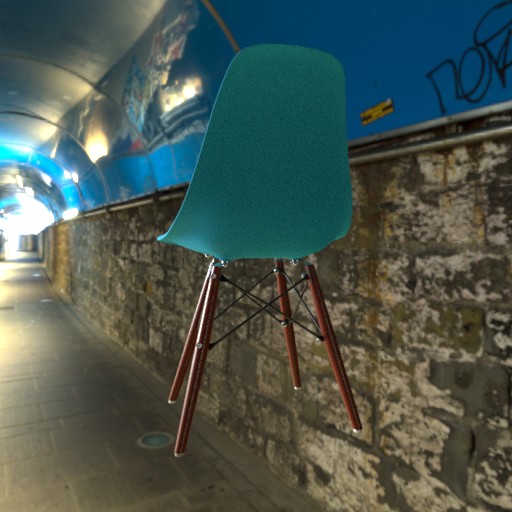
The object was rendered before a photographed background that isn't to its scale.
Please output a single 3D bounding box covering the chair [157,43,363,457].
[{"bbox_3d":[0.000,0.000,1.116,0.470,0.826,0.533,-1,2,-18],"label":"chair"}]
